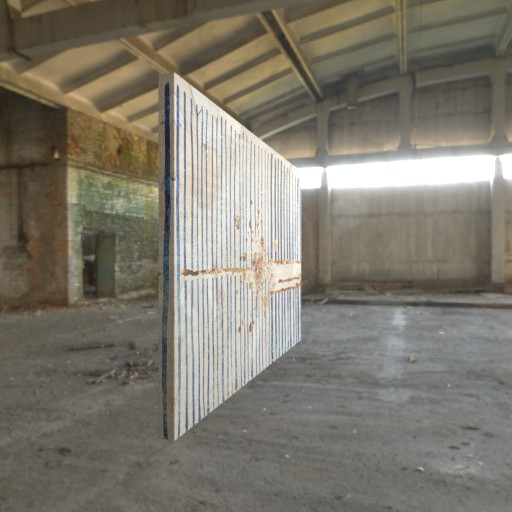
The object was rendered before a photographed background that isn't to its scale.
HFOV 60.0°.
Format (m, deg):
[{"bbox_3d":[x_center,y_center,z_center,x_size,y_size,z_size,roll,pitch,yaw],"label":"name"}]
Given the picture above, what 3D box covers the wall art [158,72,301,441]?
[{"bbox_3d":[0.000,0.000,1.455,0.038,0.757,1.143,0,0,19],"label":"wall art"}]
